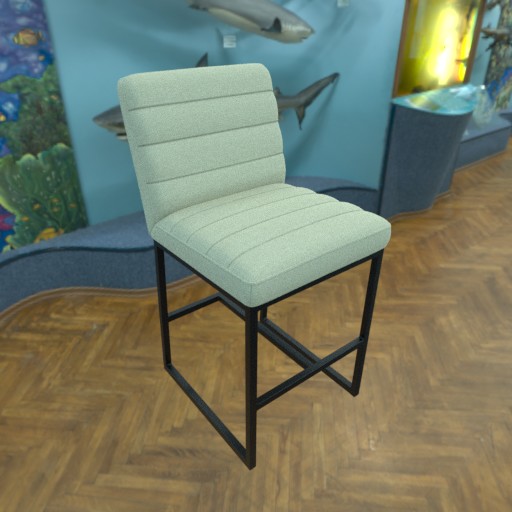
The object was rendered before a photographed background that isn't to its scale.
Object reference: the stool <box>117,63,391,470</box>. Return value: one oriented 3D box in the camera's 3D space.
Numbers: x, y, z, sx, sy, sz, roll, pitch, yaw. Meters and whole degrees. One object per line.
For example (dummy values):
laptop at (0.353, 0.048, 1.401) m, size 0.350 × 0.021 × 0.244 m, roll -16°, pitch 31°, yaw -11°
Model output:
stool at (0.000, 0.000, 1.245) m, size 0.460 × 0.940 × 0.560 m, roll -21°, pitch 36°, yaw -32°
